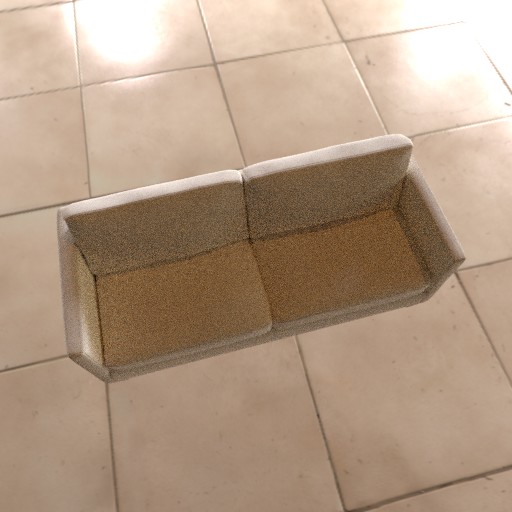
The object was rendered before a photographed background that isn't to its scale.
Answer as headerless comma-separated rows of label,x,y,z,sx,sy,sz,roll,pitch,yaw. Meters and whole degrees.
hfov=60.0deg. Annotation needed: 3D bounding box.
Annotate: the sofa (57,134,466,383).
sofa,0.000,0.000,2.672,2.139,0.933,0.924,-13,64,-7
